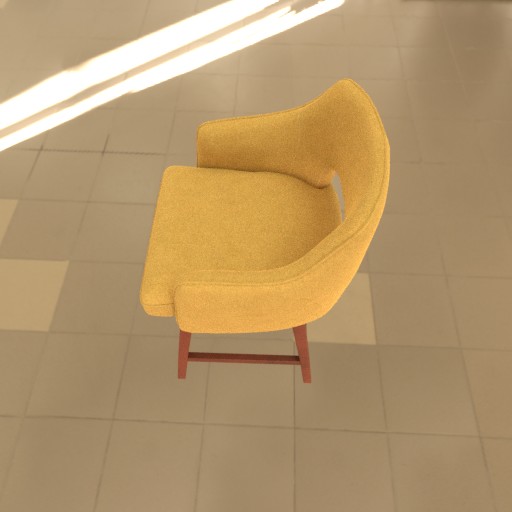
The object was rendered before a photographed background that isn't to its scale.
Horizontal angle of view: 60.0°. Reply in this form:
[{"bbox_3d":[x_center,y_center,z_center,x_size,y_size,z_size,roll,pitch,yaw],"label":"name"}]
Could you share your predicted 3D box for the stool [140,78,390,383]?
[{"bbox_3d":[0.000,0.000,1.290,0.558,0.924,0.548,2,58,1],"label":"stool"}]
